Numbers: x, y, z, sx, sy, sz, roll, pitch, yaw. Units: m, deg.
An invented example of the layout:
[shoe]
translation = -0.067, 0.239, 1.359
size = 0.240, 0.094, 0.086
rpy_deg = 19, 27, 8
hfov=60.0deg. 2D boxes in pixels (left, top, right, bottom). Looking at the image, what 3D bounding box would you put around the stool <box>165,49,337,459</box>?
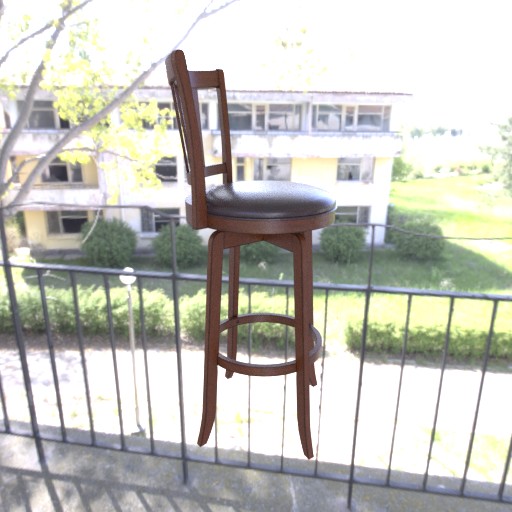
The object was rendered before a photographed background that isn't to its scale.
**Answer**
[stool]
translation = 0.000, 0.000, 1.441
size = 0.503, 1.177, 0.464
rpy_deg = 3, 17, 9
